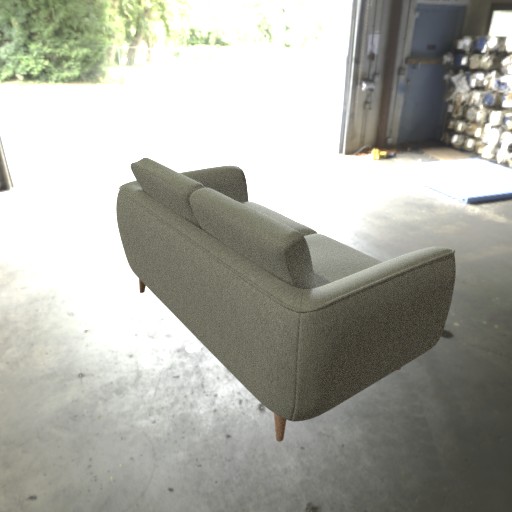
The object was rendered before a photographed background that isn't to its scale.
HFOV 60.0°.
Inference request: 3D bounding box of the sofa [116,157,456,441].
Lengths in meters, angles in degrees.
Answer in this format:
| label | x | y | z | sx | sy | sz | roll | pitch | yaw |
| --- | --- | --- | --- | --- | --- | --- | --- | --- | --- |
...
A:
| label | x | y | z | sx | sy | sz | roll | pitch | yaw |
| --- | --- | --- | --- | --- | --- | --- | --- | --- | --- |
| sofa | 0.000 | 0.000 | 2.265 | 0.920 | 0.850 | 1.700 | -17 | 31 | -31 |
